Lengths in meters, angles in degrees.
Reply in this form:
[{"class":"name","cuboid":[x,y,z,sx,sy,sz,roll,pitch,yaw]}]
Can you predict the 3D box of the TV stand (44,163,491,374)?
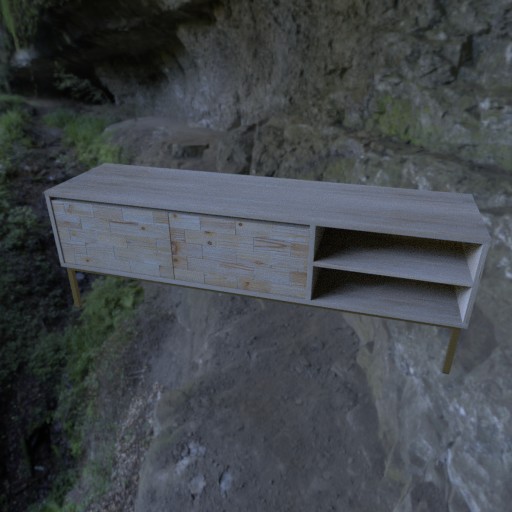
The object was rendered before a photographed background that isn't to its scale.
[{"class":"TV stand","cuboid":[0.000,0.000,1.840,1.600,0.550,0.420,7,28,14]}]
